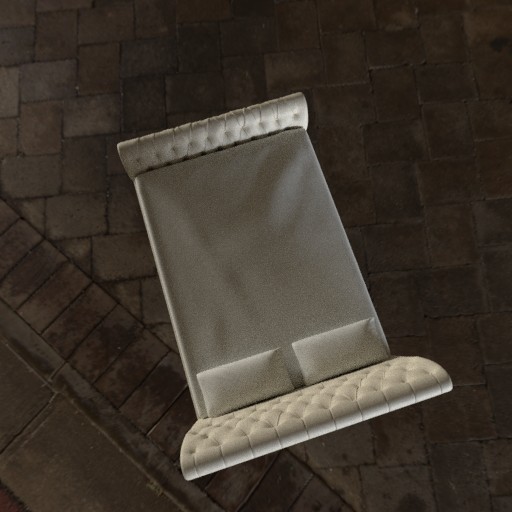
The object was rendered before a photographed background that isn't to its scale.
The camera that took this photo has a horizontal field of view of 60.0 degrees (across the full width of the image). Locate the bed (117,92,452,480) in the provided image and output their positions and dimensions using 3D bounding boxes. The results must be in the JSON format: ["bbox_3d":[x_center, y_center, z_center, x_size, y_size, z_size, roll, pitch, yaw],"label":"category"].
[{"bbox_3d":[0.000,0.000,3.365,1.606,1.268,2.493,-17,77,-4],"label":"bed"}]
